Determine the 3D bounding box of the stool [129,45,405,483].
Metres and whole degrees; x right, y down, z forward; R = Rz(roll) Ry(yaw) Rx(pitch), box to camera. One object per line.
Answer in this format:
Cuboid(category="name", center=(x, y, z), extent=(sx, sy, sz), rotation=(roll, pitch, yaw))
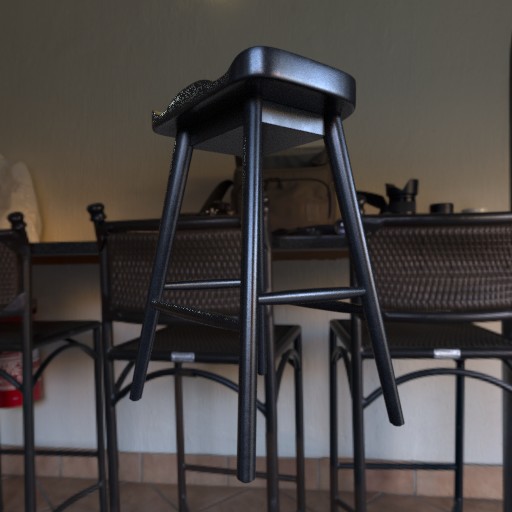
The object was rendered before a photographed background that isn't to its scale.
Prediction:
Cuboid(category="stool", center=(0.000, 0.000, 0.874), extent=(0.361, 0.615, 0.440), rotation=(0, 0, -36))
